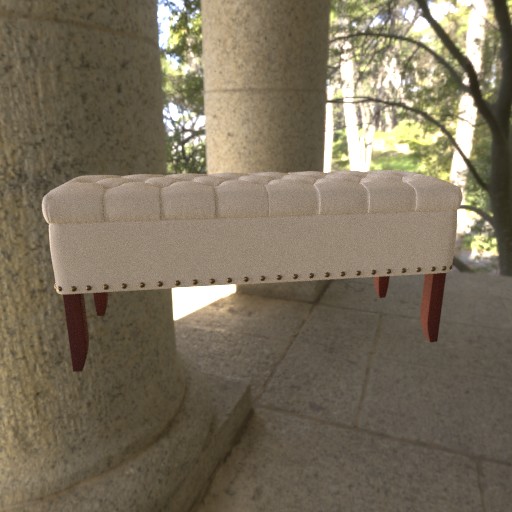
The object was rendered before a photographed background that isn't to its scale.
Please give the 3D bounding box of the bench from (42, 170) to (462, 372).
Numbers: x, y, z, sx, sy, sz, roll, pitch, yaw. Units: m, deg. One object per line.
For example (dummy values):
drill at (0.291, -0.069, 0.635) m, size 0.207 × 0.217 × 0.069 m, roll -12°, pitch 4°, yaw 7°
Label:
bench at (0.000, 0.000, 1.315) m, size 1.054 × 0.470 × 0.400 m, roll -3°, pitch 17°, yaw -9°
